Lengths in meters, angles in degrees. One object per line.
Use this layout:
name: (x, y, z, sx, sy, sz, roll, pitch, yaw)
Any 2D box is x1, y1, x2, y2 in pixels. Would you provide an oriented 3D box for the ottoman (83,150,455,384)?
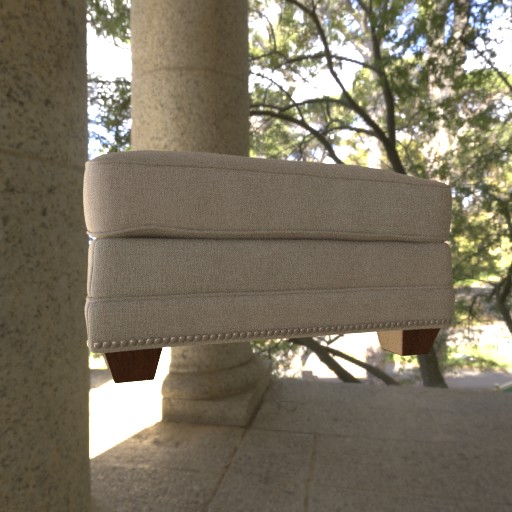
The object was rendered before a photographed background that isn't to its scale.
ottoman: (0.000, 0.000, 1.138, 0.813, 0.458, 0.559, 0, 2, -19)
